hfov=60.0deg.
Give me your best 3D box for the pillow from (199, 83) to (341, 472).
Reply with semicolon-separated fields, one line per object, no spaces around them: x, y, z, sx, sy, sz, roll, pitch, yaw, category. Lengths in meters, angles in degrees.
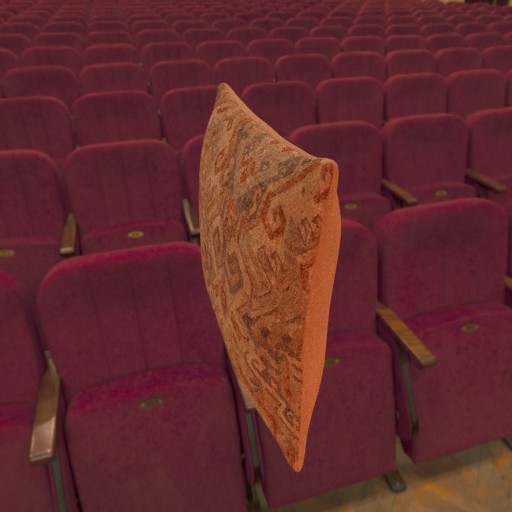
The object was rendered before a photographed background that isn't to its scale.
0.000;0.000;0.786;0.166;0.506;0.523;-8;31;-14;pillow
